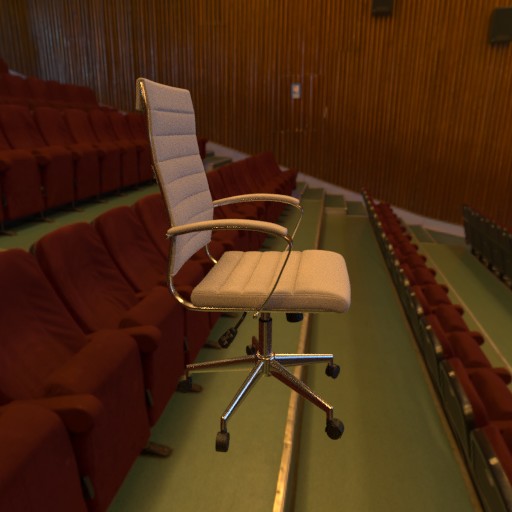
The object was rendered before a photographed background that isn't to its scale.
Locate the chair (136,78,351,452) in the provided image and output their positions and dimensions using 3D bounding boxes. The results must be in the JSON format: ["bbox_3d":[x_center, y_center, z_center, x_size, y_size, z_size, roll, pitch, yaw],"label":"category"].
[{"bbox_3d":[0.000,0.000,1.577,0.667,1.149,0.679,3,16,9],"label":"chair"}]
